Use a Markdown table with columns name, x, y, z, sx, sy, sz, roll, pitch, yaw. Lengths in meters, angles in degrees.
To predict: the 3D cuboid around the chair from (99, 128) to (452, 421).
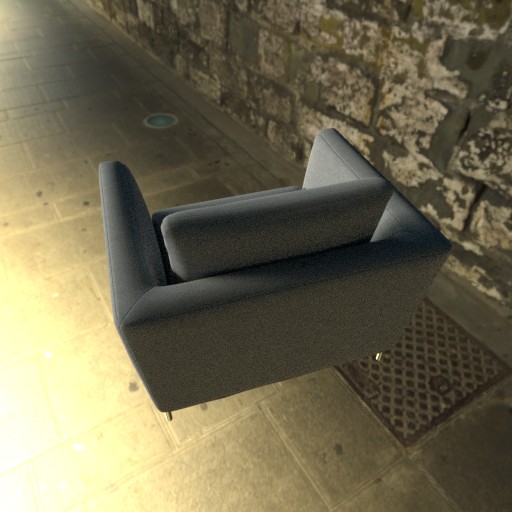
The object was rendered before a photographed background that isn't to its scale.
| name | x | y | z | sx | sy | sz | roll | pitch | yaw |
| --- | --- | --- | --- | --- | --- | --- | --- | --- | --- |
| chair | 0.000 | 0.000 | 1.718 | 1.041 | 0.864 | 0.889 | -12 | 43 | -13 |
